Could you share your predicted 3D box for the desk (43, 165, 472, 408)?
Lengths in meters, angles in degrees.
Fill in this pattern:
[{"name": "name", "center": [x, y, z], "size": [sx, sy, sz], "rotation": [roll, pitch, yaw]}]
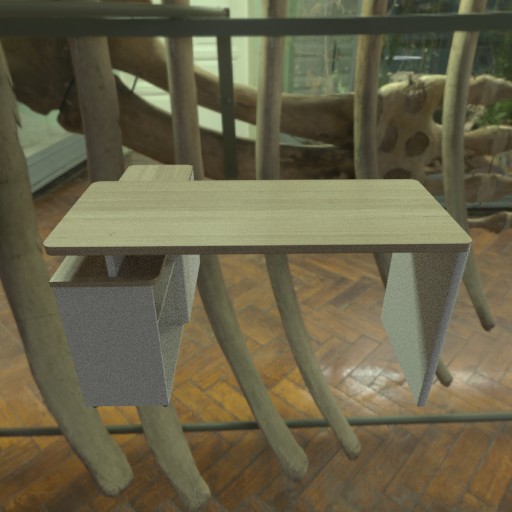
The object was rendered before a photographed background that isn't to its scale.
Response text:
[{"name": "desk", "center": [0.000, 0.000, 2.119], "size": [1.400, 0.770, 1.175], "rotation": [-1, 30, -1]}]
